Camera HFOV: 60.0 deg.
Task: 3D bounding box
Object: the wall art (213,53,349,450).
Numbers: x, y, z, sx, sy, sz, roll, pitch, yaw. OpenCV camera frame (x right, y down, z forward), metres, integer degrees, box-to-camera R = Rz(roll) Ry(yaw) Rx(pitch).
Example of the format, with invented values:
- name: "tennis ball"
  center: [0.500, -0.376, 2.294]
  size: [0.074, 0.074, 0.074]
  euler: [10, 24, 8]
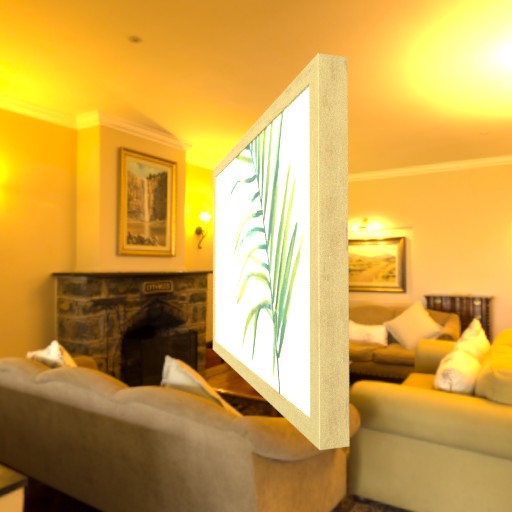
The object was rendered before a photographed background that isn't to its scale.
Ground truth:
- name: "wall art"
  center: [0.000, 0.000, 0.683]
  size: [0.032, 0.380, 0.532]
  euler: [0, -1, -16]
